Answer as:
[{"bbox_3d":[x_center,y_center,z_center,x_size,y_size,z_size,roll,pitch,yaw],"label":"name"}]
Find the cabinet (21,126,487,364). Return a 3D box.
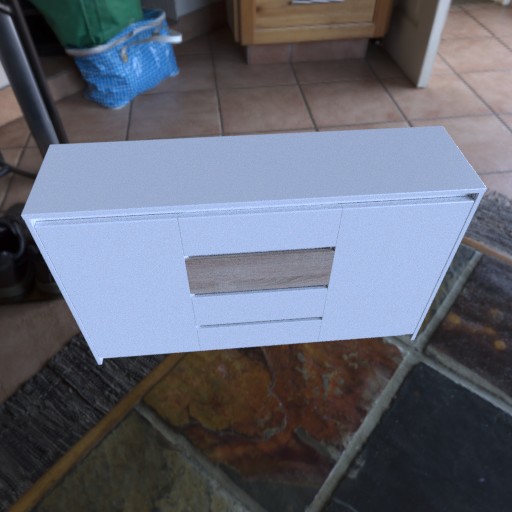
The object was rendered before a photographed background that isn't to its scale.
[{"bbox_3d":[0.000,0.000,1.832,1.450,0.900,0.380,-4,47,-3],"label":"cabinet"}]
